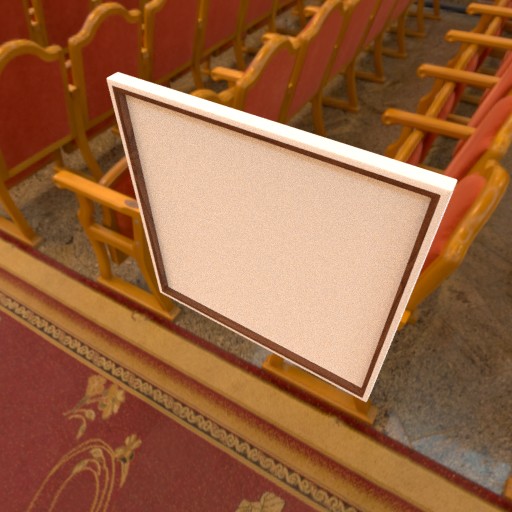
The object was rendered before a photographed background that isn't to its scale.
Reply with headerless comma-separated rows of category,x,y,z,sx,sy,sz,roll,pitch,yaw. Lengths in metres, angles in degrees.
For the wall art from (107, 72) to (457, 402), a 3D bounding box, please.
wall art,0.000,0.000,1.128,0.757,0.757,0.037,24,51,21
